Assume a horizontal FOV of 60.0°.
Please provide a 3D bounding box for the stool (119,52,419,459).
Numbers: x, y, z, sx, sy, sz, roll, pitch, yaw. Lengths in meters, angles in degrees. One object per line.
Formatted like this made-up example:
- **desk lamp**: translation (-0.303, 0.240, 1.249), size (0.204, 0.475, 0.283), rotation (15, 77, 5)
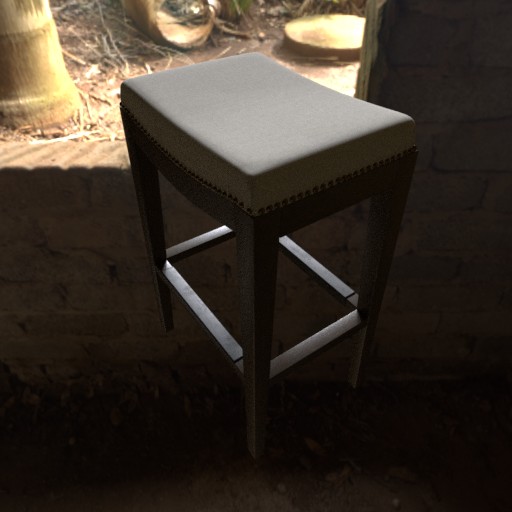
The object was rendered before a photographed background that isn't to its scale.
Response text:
- **stool**: translation (0.000, 0.000, 1.040), size (0.358, 0.759, 0.498), rotation (-25, 46, -26)
